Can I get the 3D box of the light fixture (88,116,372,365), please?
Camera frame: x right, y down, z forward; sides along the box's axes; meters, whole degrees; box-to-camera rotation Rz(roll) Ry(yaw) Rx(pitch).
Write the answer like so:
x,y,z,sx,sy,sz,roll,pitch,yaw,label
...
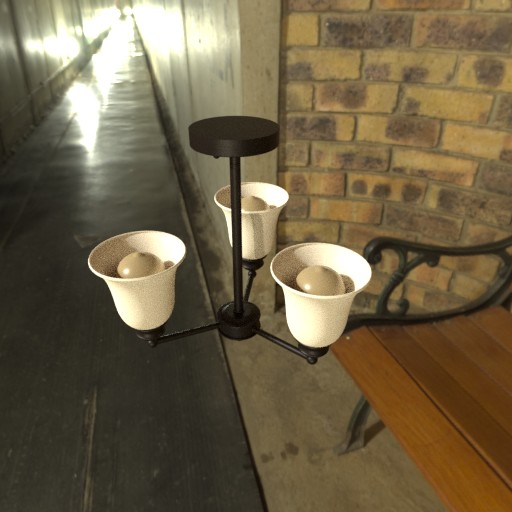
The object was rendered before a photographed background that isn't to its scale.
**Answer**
x,y,z,sx,sy,sz,roll,pitch,yaw,label
0.000,0.000,0.660,0.354,0.370,0.388,22,38,32,light fixture
